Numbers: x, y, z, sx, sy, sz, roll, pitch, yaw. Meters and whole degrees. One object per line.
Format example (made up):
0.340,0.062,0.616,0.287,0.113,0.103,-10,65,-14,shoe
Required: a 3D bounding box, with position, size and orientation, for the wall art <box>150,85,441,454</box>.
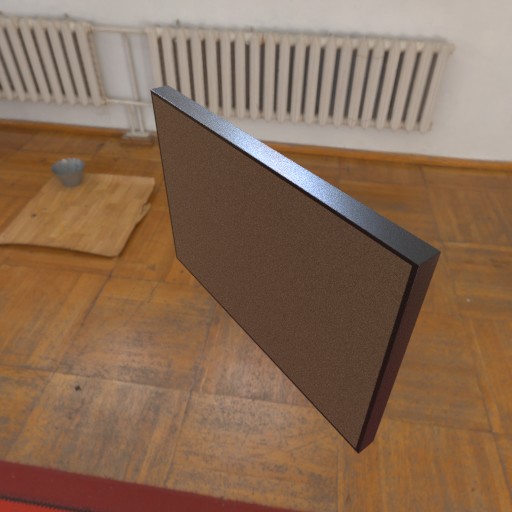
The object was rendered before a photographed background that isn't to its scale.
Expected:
0.000,0.000,1.205,0.058,0.640,0.939,-26,47,-27,wall art
